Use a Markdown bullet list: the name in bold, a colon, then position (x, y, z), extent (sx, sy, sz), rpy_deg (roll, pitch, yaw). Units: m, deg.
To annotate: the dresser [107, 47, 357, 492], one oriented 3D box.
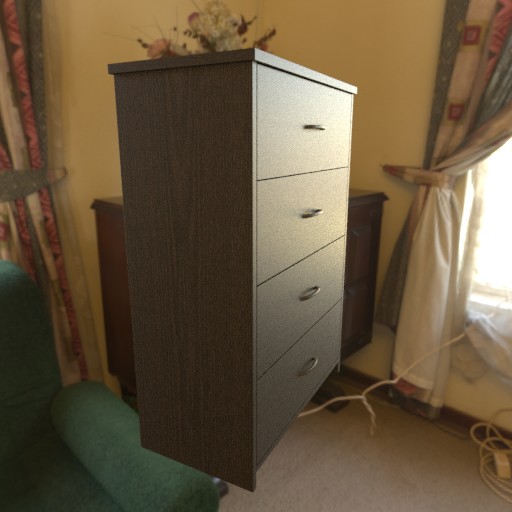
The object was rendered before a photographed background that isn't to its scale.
- **dresser**: position (0.000, 0.000, 1.354), extent (0.399, 1.020, 0.704), rpy_deg (8, 16, 27)
